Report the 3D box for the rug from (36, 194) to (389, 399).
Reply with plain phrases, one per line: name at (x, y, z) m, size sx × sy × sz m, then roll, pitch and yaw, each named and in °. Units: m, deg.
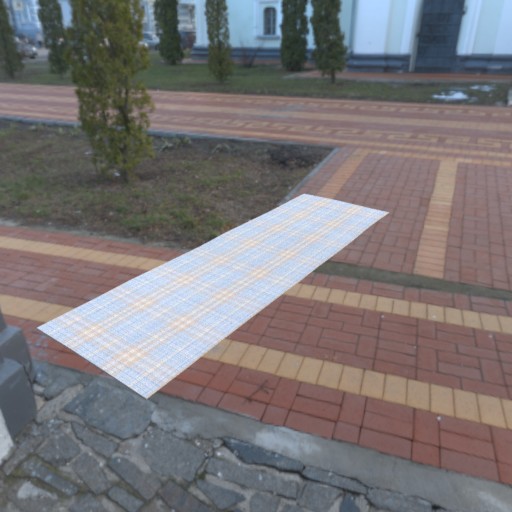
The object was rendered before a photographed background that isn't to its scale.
rug at (0.000, 0.000, 2.752) m, size 0.762 × 0.013 × 2.439 m, roll 18°, pitch 32°, yaw 32°
